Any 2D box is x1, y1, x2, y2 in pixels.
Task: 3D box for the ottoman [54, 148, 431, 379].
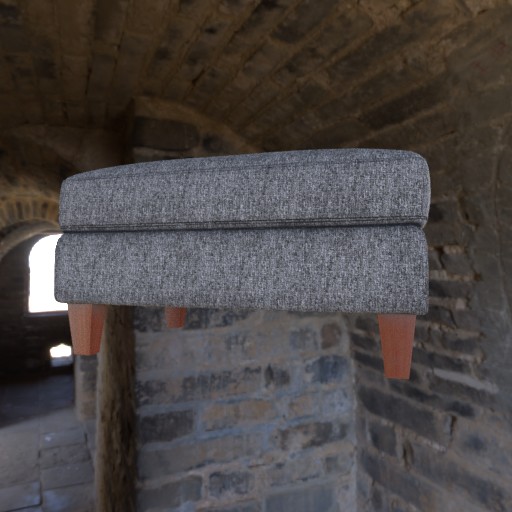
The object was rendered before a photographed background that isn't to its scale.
[{"bbox_3d":[0.000,0.000,1.210,0.864,0.483,0.584,0,-1,17],"label":"ottoman"}]
